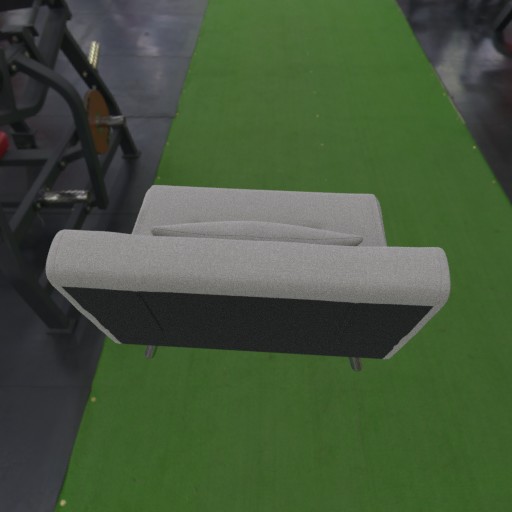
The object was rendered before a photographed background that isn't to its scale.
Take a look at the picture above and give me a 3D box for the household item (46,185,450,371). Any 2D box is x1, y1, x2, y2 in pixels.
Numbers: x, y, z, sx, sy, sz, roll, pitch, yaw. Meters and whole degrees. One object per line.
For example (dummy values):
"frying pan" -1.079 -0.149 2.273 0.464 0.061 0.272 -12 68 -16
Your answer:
"household item" 0.000 0.000 1.609 1.000 0.800 0.874 3 46 3
